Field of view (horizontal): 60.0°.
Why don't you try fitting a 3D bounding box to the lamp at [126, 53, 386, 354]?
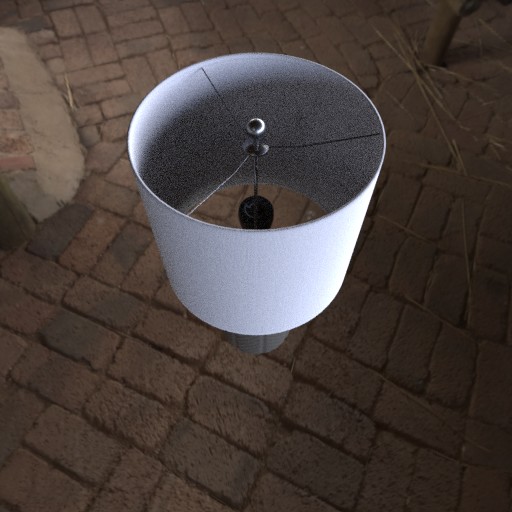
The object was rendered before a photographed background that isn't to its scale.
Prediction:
[{"bbox_3d":[0.000,0.000,0.508,0.203,0.389,0.203,0,57,0],"label":"lamp"}]
